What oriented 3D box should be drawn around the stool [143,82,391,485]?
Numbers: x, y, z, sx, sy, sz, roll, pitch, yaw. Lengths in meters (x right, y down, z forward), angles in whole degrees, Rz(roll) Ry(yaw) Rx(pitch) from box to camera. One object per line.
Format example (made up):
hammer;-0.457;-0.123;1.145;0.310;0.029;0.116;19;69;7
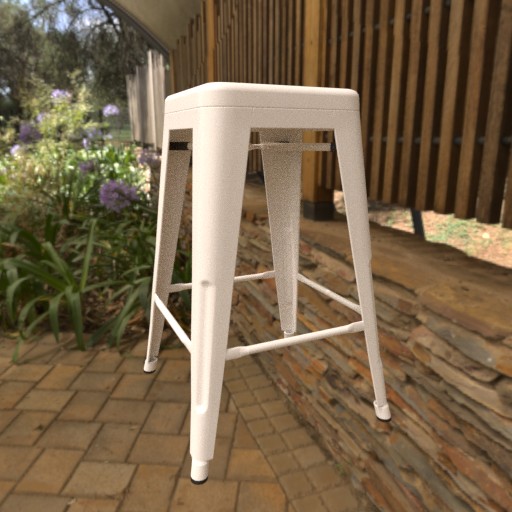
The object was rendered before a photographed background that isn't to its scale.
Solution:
stool;0.000;0.000;0.880;0.406;0.610;0.406;-7;16;-24
